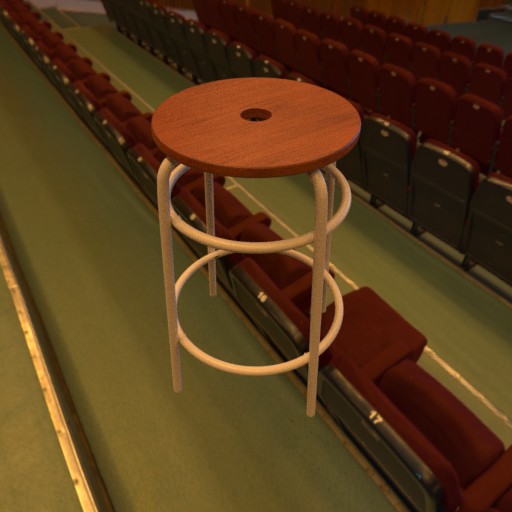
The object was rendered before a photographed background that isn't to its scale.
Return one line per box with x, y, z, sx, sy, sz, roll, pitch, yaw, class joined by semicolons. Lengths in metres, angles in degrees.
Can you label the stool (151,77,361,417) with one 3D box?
0.000;0.000;0.917;0.455;0.610;0.455;-24;47;-25;stool
